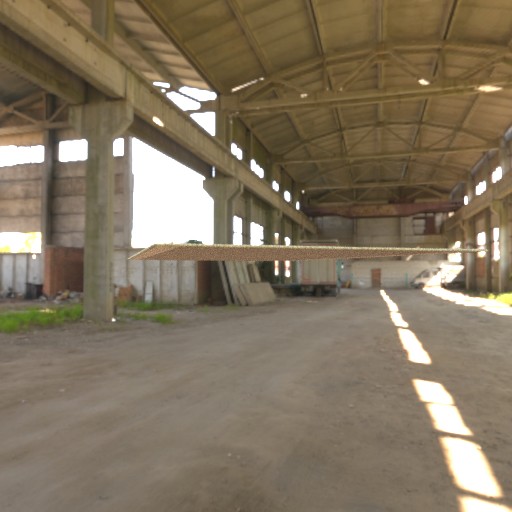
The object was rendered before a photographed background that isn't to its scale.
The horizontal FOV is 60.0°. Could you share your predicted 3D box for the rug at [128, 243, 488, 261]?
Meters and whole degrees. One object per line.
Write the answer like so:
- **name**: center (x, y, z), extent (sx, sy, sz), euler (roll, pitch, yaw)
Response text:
- **rug**: center (0.000, 0.000, 2.367), extent (1.250, 0.015, 1.850), euler (1, -2, -18)
